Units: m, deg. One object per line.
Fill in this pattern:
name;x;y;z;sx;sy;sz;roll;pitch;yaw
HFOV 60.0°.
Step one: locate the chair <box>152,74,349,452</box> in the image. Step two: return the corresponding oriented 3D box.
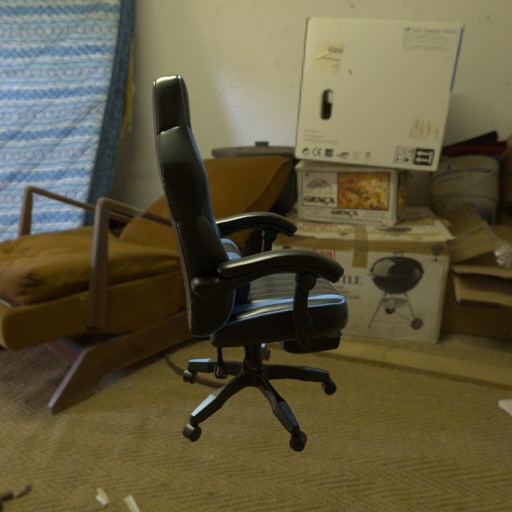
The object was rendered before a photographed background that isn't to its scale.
chair;0.000;0.000;1.707;0.700;1.280;0.700;-3;17;-9
